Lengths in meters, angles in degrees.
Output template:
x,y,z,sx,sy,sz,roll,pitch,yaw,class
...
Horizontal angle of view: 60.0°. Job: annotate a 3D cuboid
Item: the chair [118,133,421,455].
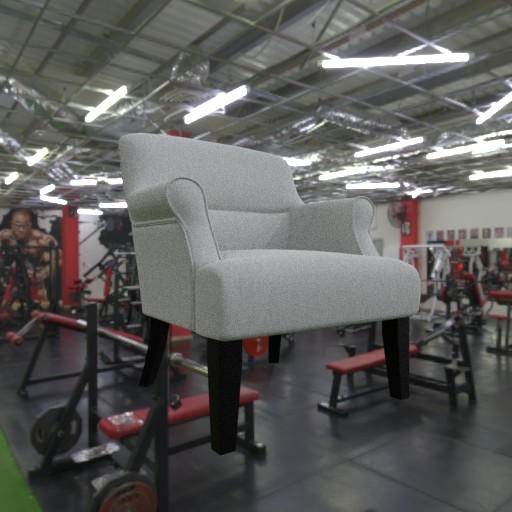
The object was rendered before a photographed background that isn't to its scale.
x,y,z,sx,sy,sz,roll,pitch,yaw,class
0.000,0.000,1.447,0.781,0.875,0.750,0,0,-36,chair
